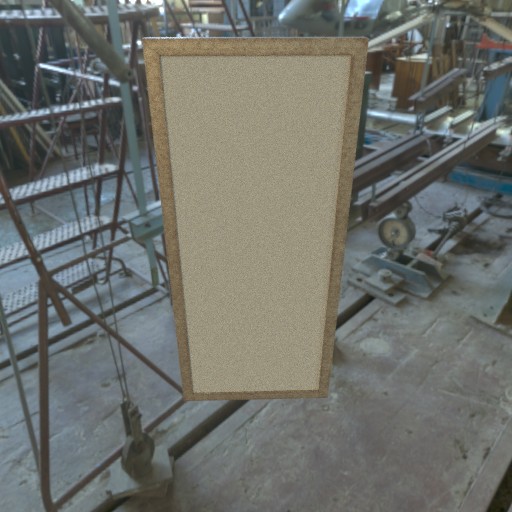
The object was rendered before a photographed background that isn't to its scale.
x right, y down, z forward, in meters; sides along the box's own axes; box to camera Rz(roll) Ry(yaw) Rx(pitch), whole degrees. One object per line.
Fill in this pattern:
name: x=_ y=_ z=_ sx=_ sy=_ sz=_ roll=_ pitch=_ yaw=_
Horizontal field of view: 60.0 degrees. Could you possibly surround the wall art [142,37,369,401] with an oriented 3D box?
wall art: x=0.000 y=0.000 z=1.649 sx=0.648 sy=1.461 sz=0.051 roll=-1 pitch=30 yaw=-2
